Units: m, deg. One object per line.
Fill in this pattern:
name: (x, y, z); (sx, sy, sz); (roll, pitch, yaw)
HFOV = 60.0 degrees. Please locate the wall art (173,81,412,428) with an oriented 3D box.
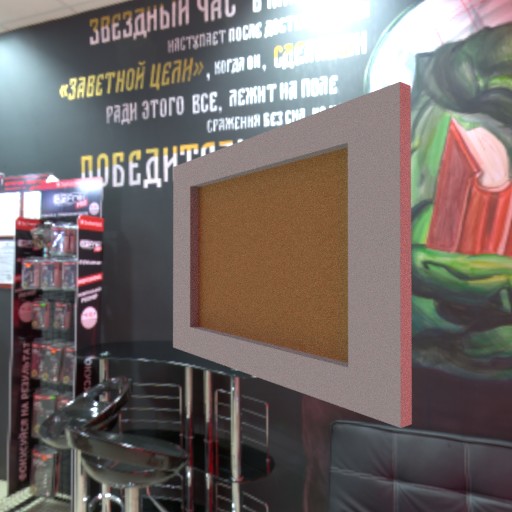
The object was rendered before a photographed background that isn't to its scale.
wall art: (0.000, 0.000, 1.161); (0.033, 0.617, 0.906); (0, -1, -37)
